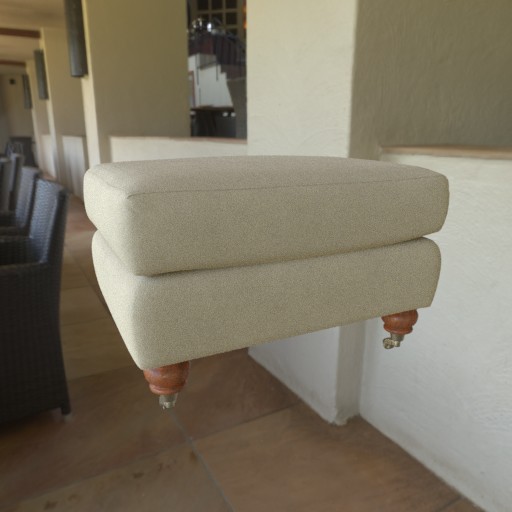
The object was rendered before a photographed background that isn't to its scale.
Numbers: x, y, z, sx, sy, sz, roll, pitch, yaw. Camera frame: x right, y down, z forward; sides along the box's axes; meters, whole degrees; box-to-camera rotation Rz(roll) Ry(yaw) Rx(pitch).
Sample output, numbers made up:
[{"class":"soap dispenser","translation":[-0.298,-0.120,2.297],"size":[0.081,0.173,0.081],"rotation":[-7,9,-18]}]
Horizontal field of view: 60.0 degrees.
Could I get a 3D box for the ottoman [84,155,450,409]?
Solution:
[{"class":"ottoman","translation":[0.000,0.000,1.150],"size":[0.773,0.504,0.569],"rotation":[-7,17,-25]}]
